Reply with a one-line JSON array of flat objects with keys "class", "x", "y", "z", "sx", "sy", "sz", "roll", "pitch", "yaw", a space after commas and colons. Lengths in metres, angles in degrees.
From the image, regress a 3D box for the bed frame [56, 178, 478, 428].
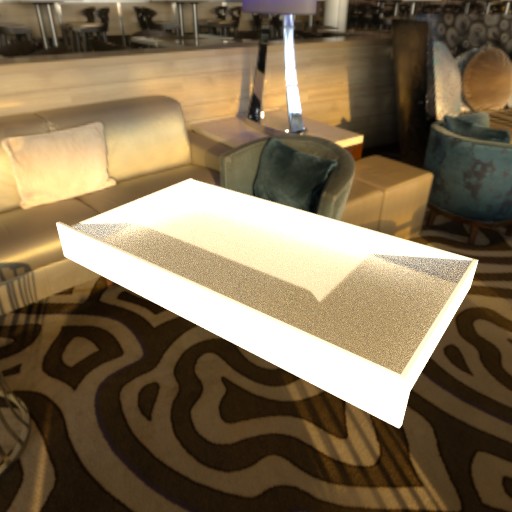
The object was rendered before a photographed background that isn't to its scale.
[{"class": "bed frame", "x": 0.000, "y": 0.000, "z": 1.529, "sx": 1.300, "sy": 0.141, "sz": 0.670, "roll": 20, "pitch": 36, "yaw": 31}]
